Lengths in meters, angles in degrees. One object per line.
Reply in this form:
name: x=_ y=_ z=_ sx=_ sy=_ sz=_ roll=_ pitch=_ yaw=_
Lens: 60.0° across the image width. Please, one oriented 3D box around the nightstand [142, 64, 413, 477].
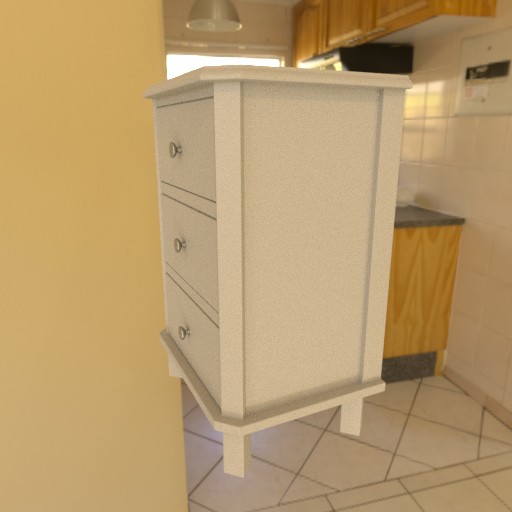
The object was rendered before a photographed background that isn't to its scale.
nightstand: x=0.000 y=0.000 z=0.930 sx=0.350 sy=0.680 sz=0.450 roll=-8 pitch=17 yaw=-25
